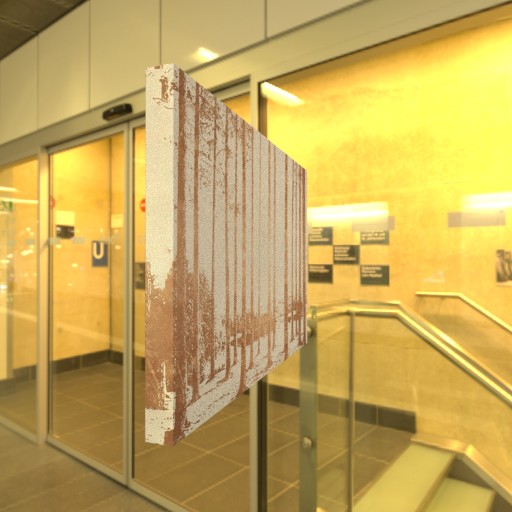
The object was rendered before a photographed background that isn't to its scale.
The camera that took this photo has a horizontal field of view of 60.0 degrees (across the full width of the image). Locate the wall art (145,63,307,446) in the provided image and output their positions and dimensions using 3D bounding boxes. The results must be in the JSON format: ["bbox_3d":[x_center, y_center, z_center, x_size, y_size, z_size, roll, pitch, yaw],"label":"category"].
[{"bbox_3d":[0.000,0.000,0.760,0.035,0.405,0.609,0,0,20],"label":"wall art"}]
